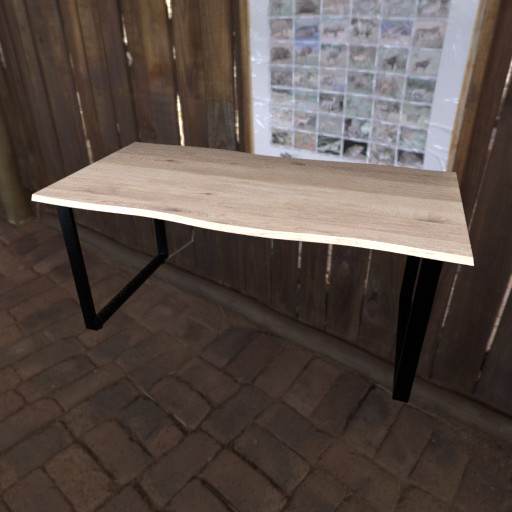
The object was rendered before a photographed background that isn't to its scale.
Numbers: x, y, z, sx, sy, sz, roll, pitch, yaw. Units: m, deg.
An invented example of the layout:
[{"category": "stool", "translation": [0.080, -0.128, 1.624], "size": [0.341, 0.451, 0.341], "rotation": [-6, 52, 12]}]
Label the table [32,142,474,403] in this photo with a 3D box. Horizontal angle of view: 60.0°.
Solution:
[{"category": "table", "translation": [0.000, 0.000, 2.250], "size": [1.800, 0.780, 0.900], "rotation": [9, 32, 15]}]
